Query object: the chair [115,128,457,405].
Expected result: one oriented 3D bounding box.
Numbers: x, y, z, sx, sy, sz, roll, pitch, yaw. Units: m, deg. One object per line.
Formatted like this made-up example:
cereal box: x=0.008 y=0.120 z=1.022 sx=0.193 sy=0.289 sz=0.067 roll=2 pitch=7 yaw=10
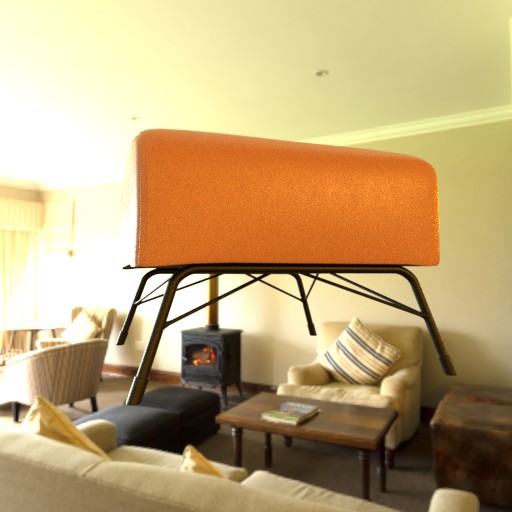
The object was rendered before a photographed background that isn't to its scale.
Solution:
chair: x=0.000 y=0.000 z=0.907 sx=0.530 sy=0.410 sz=0.530 roll=1 pitch=-3 yaw=-19
